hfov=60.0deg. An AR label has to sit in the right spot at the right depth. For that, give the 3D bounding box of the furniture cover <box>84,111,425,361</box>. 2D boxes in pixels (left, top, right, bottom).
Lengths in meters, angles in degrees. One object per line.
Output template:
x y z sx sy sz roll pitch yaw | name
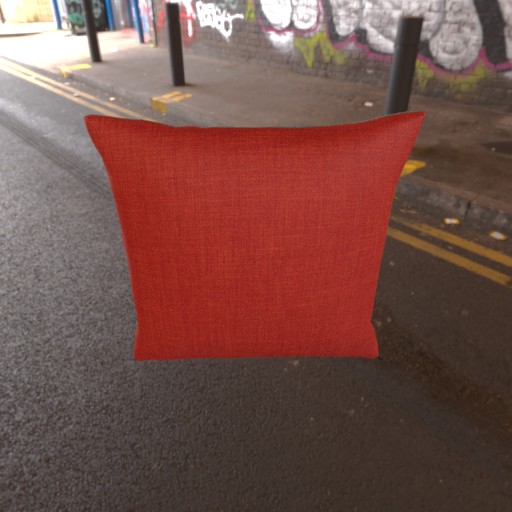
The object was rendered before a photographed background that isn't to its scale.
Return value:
0.000 0.000 0.799 0.517 0.508 0.158 -1 32 -1 | furniture cover
